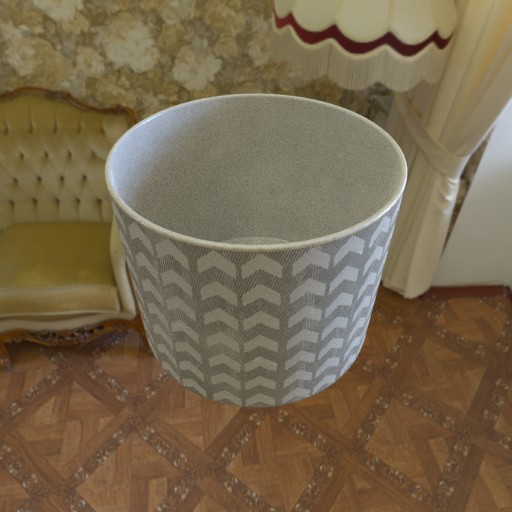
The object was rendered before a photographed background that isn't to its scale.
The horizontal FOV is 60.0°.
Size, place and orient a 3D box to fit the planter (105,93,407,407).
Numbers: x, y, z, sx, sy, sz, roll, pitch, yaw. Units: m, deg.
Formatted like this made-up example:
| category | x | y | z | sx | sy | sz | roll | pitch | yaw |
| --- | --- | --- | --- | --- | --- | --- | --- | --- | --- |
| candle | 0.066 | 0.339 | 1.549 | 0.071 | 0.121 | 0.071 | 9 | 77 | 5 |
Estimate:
| category | x | y | z | sx | sy | sz | roll | pitch | yaw |
| --- | --- | --- | --- | --- | --- | --- | --- | --- | --- |
| planter | 0.000 | 0.000 | 0.456 | 0.250 | 0.239 | 0.250 | 0 | 42 | 0 |
